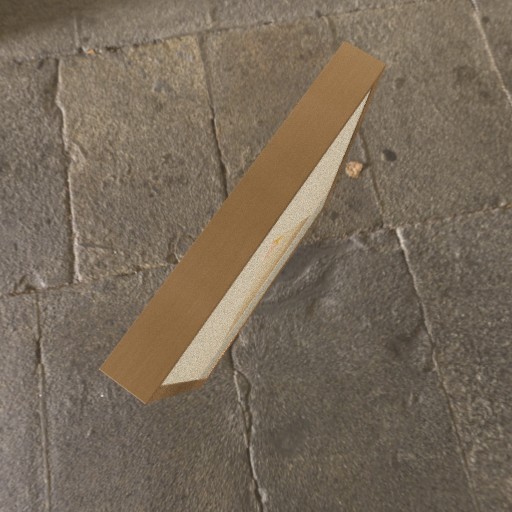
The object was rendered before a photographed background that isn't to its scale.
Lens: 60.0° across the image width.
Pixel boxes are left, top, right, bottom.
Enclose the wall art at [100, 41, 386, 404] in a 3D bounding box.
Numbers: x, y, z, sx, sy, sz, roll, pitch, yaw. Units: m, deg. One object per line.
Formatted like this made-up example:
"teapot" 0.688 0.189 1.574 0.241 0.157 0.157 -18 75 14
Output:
"wall art" 0.000 0.000 0.463 0.038 0.303 0.305 34 78 8
